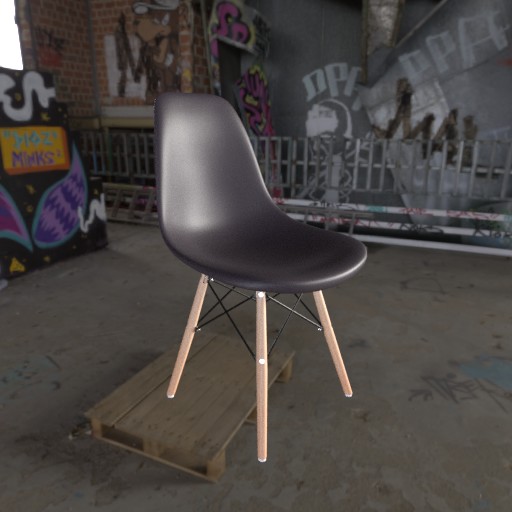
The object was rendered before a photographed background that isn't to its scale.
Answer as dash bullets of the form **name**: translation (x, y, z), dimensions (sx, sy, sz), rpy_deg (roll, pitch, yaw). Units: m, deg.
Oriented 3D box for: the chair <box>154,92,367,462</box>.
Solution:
- **chair**: translation (0.000, 0.000, 1.158), dimensions (0.533, 0.825, 0.470), rpy_deg (16, 23, 42)
